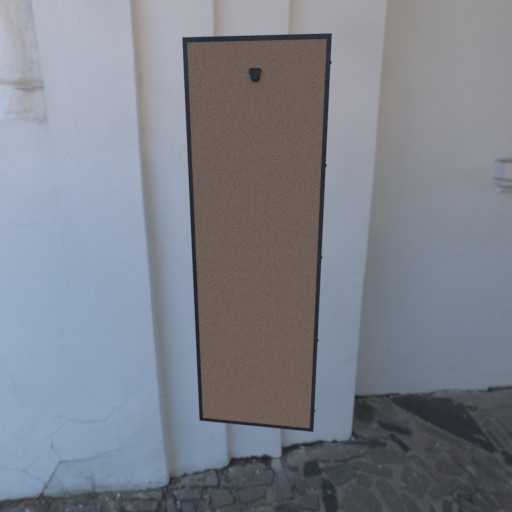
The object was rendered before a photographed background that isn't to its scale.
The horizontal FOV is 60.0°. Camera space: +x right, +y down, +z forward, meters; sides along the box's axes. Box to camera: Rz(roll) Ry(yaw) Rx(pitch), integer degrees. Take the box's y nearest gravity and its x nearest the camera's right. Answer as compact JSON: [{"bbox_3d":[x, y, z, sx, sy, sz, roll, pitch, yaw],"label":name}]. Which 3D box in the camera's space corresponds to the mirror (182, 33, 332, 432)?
[{"bbox_3d":[0.000,0.000,1.195,0.354,1.080,0.042,3,18,8],"label":"mirror"}]
